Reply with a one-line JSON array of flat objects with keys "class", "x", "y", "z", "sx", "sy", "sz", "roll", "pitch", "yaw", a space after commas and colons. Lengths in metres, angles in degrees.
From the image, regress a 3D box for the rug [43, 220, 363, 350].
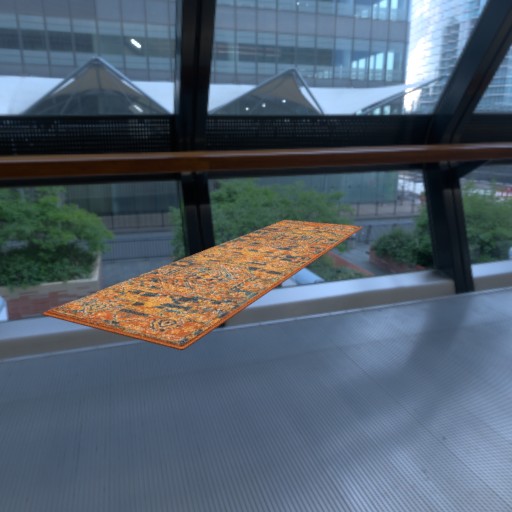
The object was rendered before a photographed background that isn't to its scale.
[{"class": "rug", "x": 0.000, "y": 0.000, "z": 2.505, "sx": 0.651, "sy": 0.016, "sz": 2.274, "roll": 7, "pitch": 16, "yaw": 26}]
